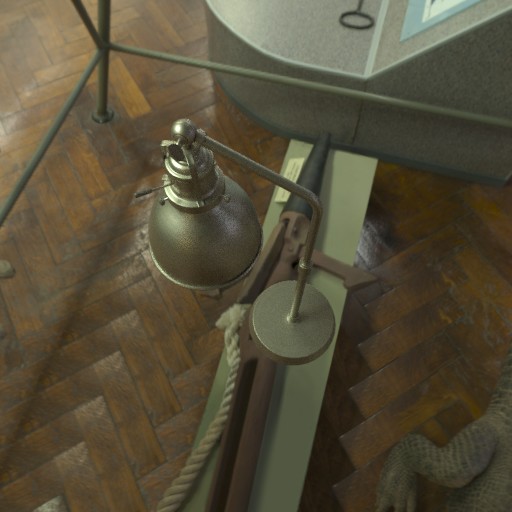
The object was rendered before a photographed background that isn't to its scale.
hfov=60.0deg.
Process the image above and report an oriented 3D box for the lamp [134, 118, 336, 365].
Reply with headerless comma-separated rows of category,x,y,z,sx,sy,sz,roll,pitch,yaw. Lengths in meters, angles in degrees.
lamp,0.000,0.000,0.586,0.286,0.456,0.153,15,65,7
